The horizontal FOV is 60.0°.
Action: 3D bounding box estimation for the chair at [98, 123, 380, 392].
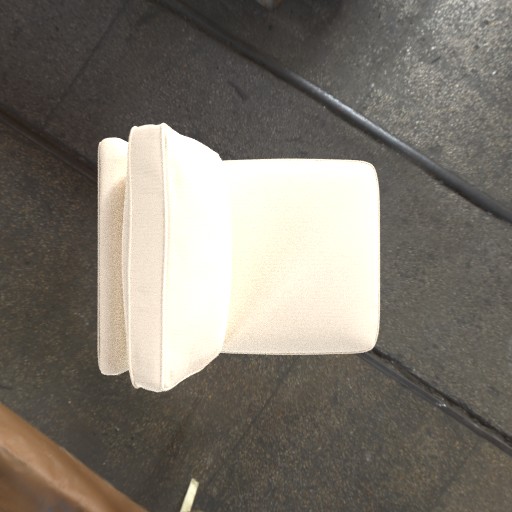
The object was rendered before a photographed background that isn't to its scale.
[{"bbox_3d":[0.000,0.000,1.424,0.781,0.887,0.630,0,90,1],"label":"chair"}]
